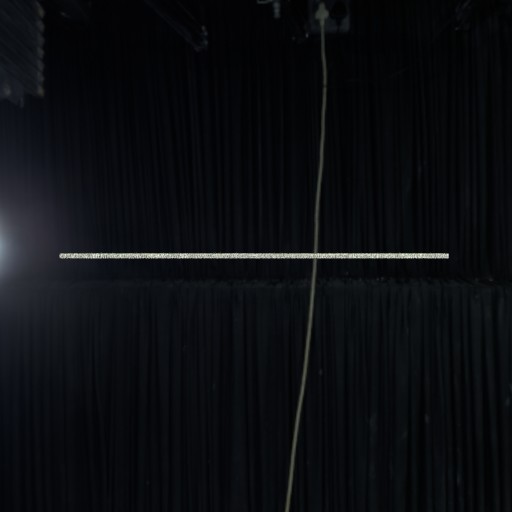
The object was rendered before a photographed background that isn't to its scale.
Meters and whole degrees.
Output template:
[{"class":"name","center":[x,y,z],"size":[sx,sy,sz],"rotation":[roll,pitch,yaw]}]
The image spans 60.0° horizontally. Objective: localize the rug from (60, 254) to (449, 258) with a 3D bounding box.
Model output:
[{"class":"rug","center":[0.000,0.000,2.884],"size":[1.532,0.018,2.297],"rotation":[0,0,0]}]
